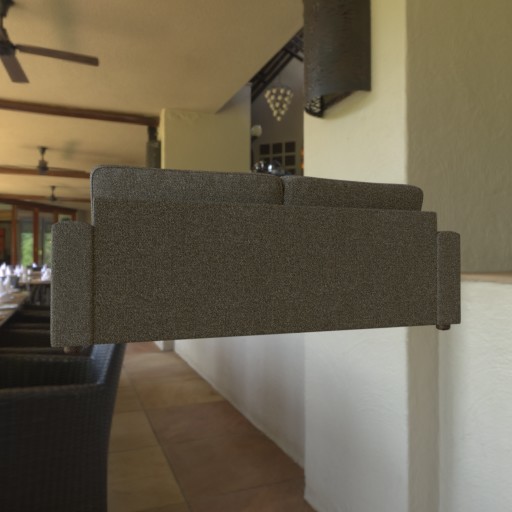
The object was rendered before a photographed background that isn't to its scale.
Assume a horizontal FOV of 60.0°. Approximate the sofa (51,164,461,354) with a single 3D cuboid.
[{"bbox_3d":[0.000,0.000,2.697,2.179,0.873,1.016,0,-1,-19],"label":"sofa"}]
